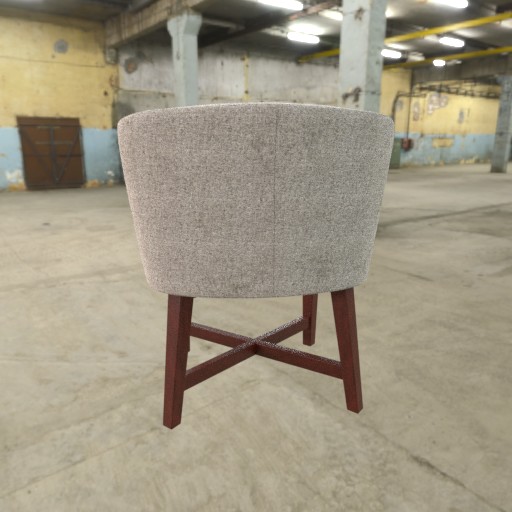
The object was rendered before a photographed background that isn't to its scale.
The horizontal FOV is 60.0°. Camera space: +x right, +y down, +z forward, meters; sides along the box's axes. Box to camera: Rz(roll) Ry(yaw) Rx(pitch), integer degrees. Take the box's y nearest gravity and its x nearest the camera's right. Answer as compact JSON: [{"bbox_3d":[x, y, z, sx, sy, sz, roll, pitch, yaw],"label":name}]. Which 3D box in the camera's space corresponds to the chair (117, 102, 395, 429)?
[{"bbox_3d":[0.000,0.000,1.331,0.728,0.827,0.575,-2,14,-8],"label":"chair"}]
